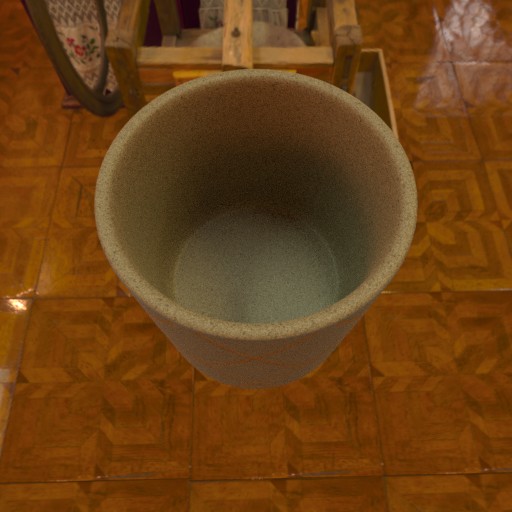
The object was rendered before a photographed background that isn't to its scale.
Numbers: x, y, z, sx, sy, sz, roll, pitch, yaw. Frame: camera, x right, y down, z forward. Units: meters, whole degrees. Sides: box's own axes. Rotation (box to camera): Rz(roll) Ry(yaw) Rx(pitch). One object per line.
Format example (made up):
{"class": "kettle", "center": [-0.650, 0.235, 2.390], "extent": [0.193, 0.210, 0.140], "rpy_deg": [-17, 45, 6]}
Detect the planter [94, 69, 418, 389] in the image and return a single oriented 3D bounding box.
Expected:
{"class": "planter", "center": [0.000, 0.000, 0.352], "extent": [0.191, 0.200, 0.191], "rpy_deg": [0, 64, 0]}
